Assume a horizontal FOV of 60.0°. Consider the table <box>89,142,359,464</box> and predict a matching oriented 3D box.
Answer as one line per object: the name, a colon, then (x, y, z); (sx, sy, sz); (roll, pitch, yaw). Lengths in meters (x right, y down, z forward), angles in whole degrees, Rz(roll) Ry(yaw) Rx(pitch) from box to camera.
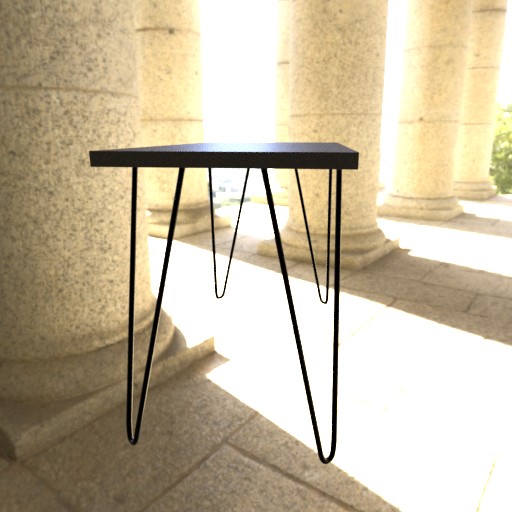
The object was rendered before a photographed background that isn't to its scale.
table: (0.000, 0.000, 1.362); (0.499, 0.660, 0.991); (2, 15, 8)
